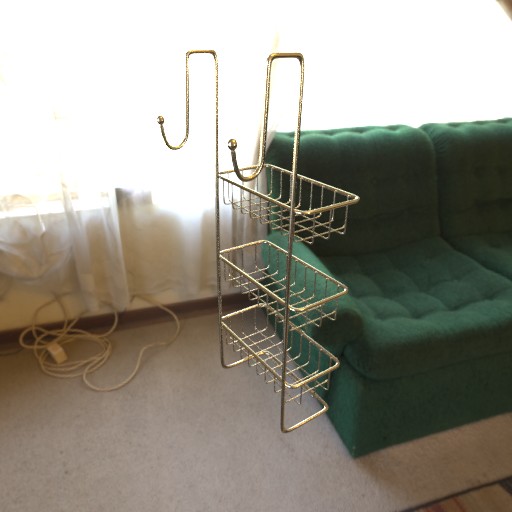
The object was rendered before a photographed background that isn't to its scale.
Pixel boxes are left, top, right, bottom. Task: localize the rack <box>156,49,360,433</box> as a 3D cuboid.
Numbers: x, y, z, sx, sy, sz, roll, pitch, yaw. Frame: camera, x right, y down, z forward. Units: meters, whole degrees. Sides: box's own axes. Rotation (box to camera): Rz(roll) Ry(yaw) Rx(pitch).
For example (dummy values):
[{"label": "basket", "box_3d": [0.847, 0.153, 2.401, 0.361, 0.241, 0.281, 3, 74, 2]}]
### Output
[{"label": "rack", "box_3d": [0.000, 0.000, 0.682, 0.202, 0.574, 0.228, -17, 31, -30]}]
